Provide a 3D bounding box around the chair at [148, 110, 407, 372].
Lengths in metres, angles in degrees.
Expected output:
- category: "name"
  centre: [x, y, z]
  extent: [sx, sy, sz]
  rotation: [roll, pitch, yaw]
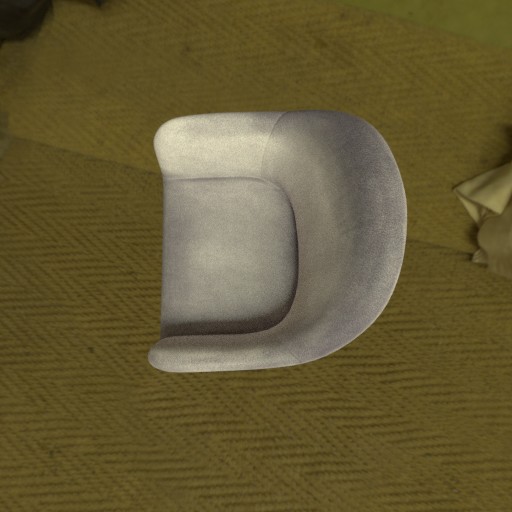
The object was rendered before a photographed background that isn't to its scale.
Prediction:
- category: "chair"
  centre: [0.000, 0.000, 1.145]
  extent: [0.540, 0.780, 0.570]
  rotation: [-2, 76, 0]
